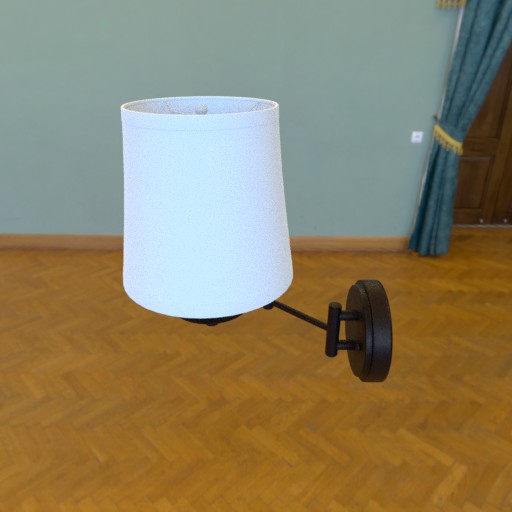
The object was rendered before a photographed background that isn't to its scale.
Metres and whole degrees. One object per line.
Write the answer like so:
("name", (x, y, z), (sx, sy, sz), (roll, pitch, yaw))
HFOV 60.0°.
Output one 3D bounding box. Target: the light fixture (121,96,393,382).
("light fixture", (0.000, 0.000, 0.263), (0.157, 0.172, 0.100), (0, 25, 0))
